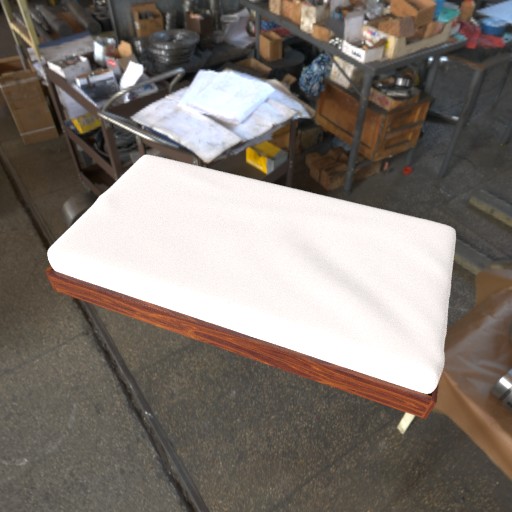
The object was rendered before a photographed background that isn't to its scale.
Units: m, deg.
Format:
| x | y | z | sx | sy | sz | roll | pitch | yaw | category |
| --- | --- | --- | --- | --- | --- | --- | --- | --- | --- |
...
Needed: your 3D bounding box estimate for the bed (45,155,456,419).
| x | y | z | sx | sy | sz | roll | pitch | yaw | category |
| --- | --- | --- | --- | --- | --- | --- | --- | --- | --- |
| 0.000 | 0.000 | 2.239 | 1.860 | 0.312 | 0.940 | 16 | 48 | 15 | bed |
